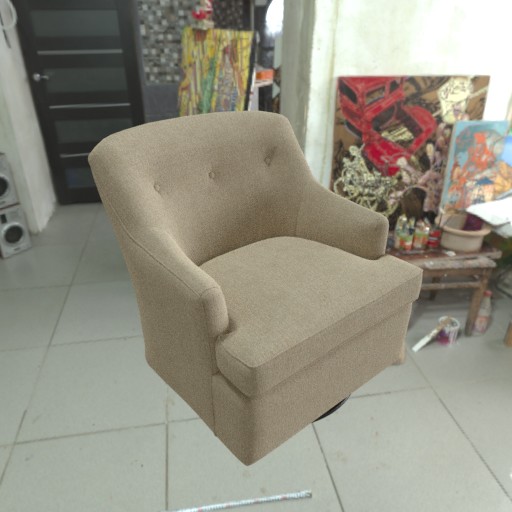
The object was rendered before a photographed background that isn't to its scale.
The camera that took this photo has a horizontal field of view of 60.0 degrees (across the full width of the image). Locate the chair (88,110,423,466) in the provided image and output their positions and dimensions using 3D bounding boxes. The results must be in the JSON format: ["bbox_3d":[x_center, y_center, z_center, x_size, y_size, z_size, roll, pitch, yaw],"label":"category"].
[{"bbox_3d":[0.000,0.000,1.603,0.864,0.856,0.923,-22,35,-34],"label":"chair"}]
